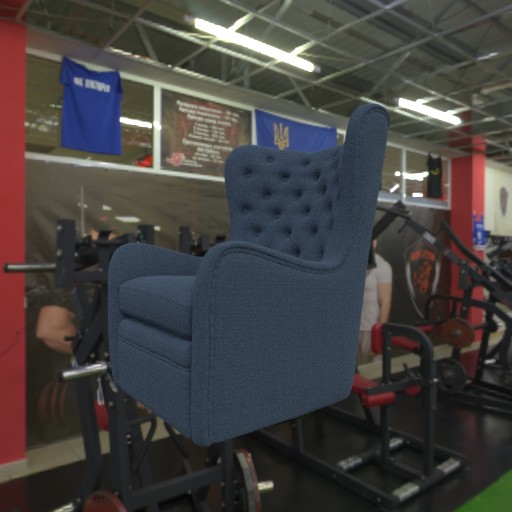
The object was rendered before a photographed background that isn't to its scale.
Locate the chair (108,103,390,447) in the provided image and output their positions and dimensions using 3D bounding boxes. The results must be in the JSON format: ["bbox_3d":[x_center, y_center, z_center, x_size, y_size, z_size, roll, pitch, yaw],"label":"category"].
[{"bbox_3d":[0.000,0.000,1.741,0.930,1.079,0.831,-1,1,-36],"label":"chair"}]
